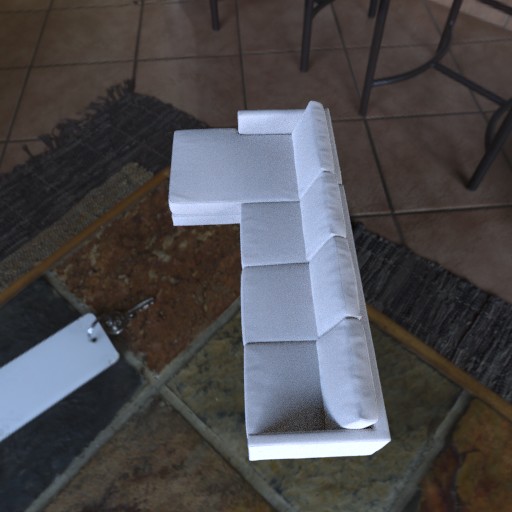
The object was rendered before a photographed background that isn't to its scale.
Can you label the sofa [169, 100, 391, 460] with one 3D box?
[{"bbox_3d":[0.000,0.000,3.865,1.625,0.861,3.186,-2,59,-1],"label":"sofa"}]
